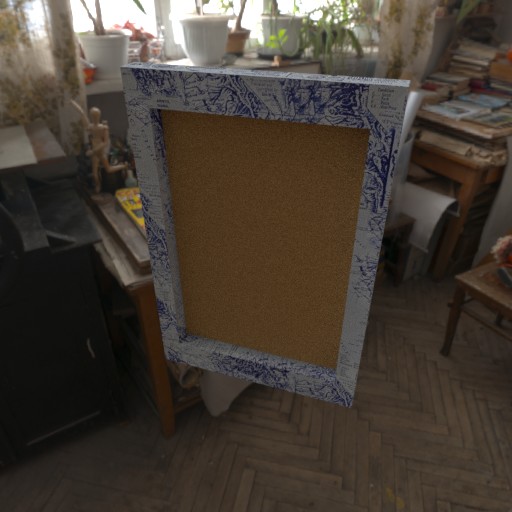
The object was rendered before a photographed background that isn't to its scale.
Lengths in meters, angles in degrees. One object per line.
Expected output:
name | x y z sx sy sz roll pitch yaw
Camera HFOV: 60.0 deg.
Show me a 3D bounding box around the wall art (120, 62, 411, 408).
wall art | 0.000 0.000 0.484 0.255 0.376 0.025 10 35 16
